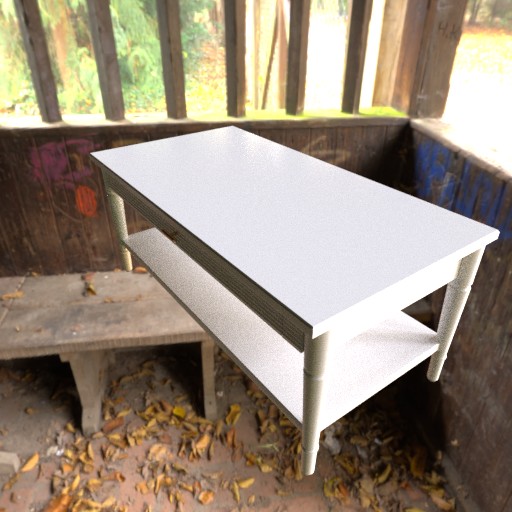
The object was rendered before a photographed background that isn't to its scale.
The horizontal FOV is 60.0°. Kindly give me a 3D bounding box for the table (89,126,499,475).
[{"bbox_3d":[0.000,0.000,1.326,0.559,0.457,1.067,-21,37,-30],"label":"table"}]
